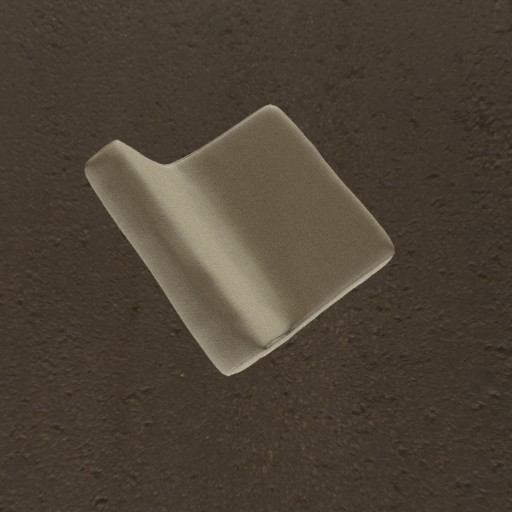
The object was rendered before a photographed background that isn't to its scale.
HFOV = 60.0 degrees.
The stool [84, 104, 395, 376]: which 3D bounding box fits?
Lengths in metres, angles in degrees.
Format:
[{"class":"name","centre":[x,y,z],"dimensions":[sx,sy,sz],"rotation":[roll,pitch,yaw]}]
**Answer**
[{"class":"stool","centre":[0.000,0.000,1.336],"dimensions":[0.500,1.037,0.511],"rotation":[-35,79,-8]}]
